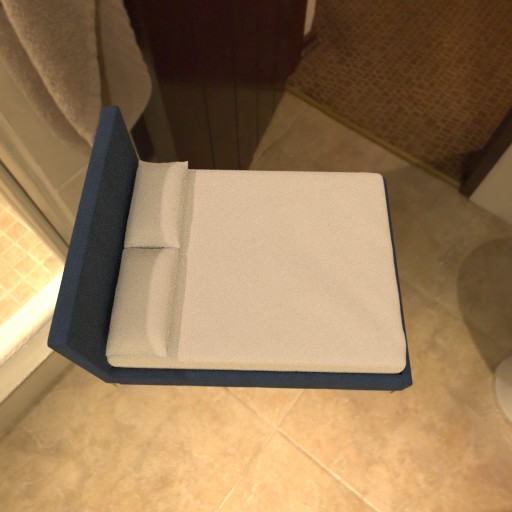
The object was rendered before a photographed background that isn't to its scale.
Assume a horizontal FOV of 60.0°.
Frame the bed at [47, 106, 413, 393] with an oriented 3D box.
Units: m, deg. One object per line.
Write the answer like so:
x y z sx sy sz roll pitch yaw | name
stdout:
0.000 0.000 3.220 2.172 1.231 1.723 1 64 1 | bed
